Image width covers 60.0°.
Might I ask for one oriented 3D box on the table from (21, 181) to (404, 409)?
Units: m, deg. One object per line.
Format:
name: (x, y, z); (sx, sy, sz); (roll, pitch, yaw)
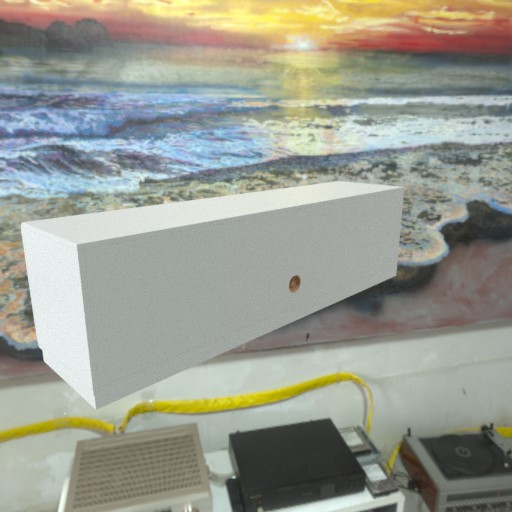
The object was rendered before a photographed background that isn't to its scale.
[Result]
table: (0.000, 0.000, 1.730); (1.550, 0.440, 0.400); (-15, 22, -43)
